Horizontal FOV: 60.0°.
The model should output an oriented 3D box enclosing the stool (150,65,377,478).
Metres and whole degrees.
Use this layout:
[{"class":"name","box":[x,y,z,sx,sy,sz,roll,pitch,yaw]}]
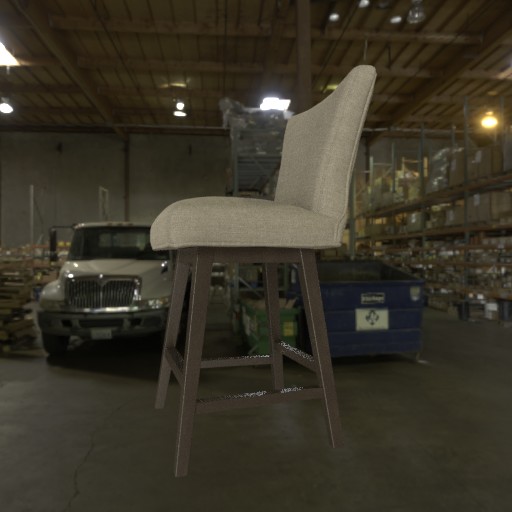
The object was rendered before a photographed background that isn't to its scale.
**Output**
[{"class":"stool","box":[0.000,0.000,1.311,0.574,1.000,0.514,0,0,-18]}]
